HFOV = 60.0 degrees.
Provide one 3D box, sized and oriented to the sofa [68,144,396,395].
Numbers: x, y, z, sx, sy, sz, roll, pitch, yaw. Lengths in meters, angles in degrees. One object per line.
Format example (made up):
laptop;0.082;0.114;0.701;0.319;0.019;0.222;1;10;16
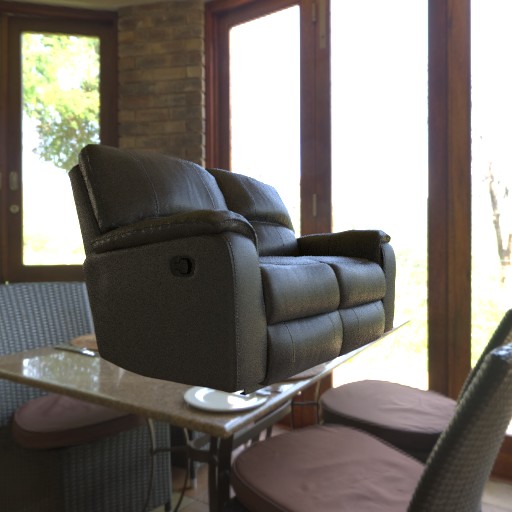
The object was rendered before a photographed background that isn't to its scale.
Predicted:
sofa;0.000;0.000;2.472;1.104;1.111;1.765;0;0;36
